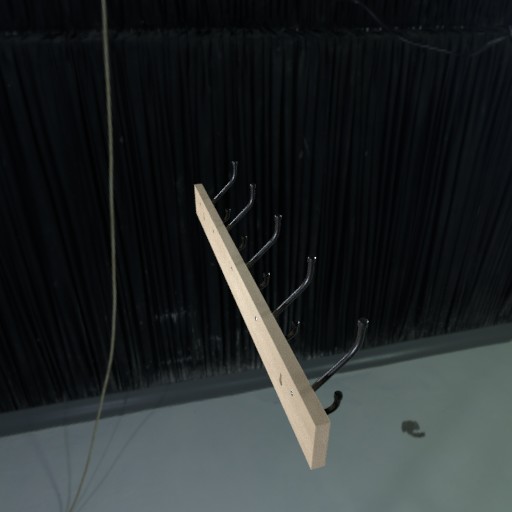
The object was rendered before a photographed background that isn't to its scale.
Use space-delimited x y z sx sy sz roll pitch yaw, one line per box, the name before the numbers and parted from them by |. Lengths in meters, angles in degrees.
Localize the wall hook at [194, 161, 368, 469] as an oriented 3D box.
wall hook | 0.000 0.000 0.616 0.071 0.117 0.571 -9 32 -15
